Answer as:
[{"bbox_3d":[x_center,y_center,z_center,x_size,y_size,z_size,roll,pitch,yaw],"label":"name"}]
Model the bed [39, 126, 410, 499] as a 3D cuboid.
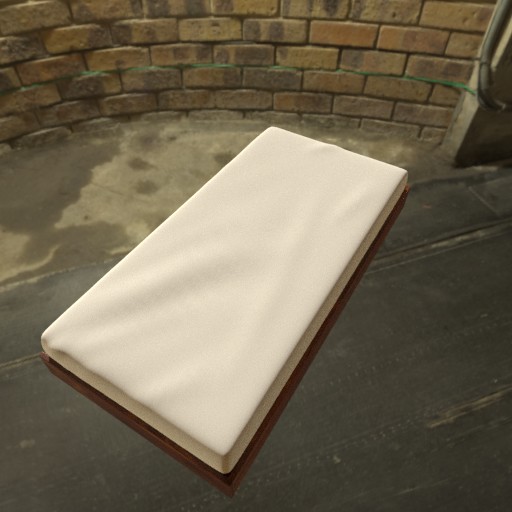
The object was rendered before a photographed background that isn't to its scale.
[{"bbox_3d":[0.000,0.000,2.176,0.940,0.312,1.860,24,52,21],"label":"bed"}]
